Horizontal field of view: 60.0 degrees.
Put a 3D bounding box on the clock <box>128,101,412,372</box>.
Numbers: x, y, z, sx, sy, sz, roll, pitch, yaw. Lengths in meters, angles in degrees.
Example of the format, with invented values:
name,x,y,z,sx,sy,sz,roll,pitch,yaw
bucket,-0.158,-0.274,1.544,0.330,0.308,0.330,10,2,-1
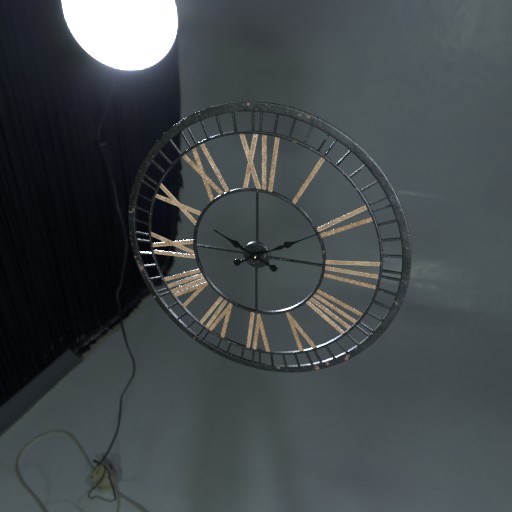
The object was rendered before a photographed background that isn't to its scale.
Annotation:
name,x,y,z,sx,sy,sz,roll,pitch,yaw
clock,0.000,0.000,1.273,0.843,0.843,0.025,9,29,17
